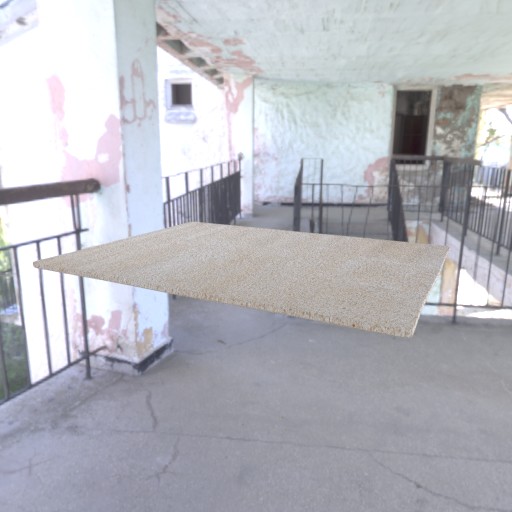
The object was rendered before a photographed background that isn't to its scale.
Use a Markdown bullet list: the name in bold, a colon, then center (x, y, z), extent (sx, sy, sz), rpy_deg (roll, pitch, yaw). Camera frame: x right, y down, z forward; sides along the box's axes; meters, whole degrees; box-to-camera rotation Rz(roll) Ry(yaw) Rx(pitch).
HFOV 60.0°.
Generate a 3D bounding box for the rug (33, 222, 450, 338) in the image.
- **rug**: center (0.000, 0.000, 2.094), extent (1.600, 0.025, 1.199), rpy_deg (7, 16, 27)
